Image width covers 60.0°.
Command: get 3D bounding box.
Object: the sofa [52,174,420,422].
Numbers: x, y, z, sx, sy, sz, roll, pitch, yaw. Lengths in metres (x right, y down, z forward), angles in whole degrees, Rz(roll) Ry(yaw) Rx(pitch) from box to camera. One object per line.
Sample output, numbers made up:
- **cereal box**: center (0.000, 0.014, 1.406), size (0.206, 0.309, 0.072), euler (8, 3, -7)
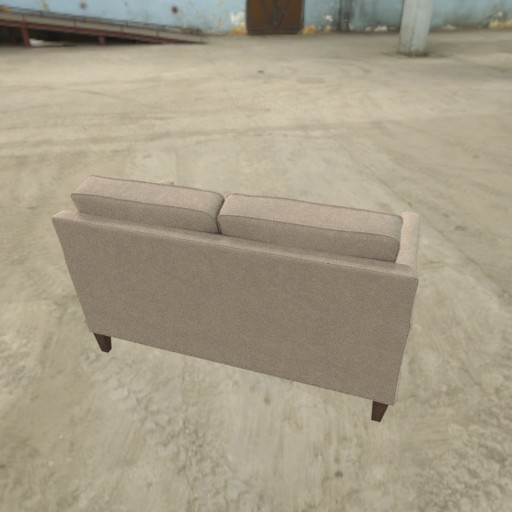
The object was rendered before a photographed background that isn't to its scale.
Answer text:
- **sofa**: center (0.000, 0.000, 2.300), size (1.597, 1.002, 1.084), euler (10, 33, 15)
